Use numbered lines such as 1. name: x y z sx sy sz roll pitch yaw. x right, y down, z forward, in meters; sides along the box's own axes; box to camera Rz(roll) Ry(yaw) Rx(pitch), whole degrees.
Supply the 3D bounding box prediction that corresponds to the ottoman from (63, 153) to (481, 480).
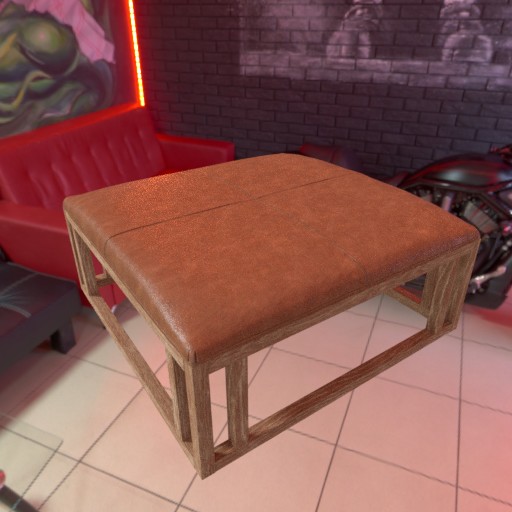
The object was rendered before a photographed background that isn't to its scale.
1. ottoman: 0.000 0.000 1.557 1.016 0.442 1.013 -19 34 -30
